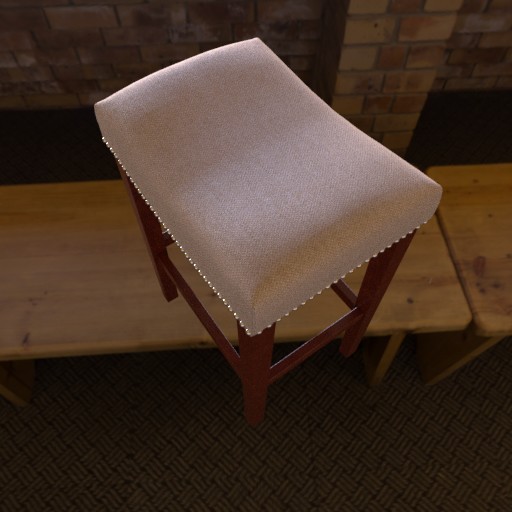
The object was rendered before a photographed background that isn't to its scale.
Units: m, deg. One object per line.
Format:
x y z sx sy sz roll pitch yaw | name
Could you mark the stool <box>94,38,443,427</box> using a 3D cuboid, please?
0.000 0.000 1.015 0.372 0.742 0.504 -31 62 -18 | stool
